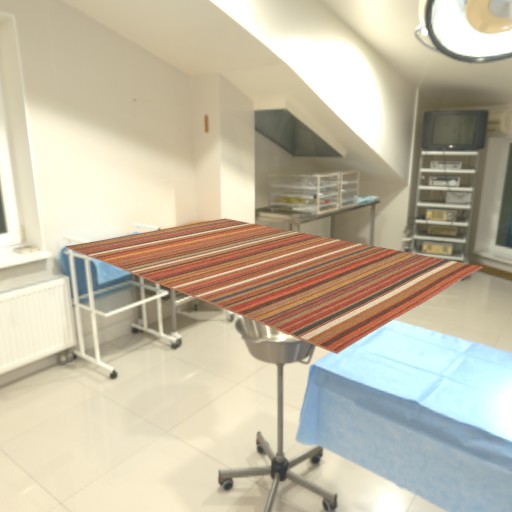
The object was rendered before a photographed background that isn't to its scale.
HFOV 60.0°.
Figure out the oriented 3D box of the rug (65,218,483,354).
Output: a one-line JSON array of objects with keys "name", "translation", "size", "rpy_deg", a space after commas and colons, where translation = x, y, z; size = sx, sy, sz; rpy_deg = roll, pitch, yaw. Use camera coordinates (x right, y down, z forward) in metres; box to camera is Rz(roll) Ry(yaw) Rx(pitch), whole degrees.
[{"name": "rug", "translation": [0.000, 0.000, 2.302], "size": [1.828, 0.007, 1.217], "rpy_deg": [14, 21, 42]}]
